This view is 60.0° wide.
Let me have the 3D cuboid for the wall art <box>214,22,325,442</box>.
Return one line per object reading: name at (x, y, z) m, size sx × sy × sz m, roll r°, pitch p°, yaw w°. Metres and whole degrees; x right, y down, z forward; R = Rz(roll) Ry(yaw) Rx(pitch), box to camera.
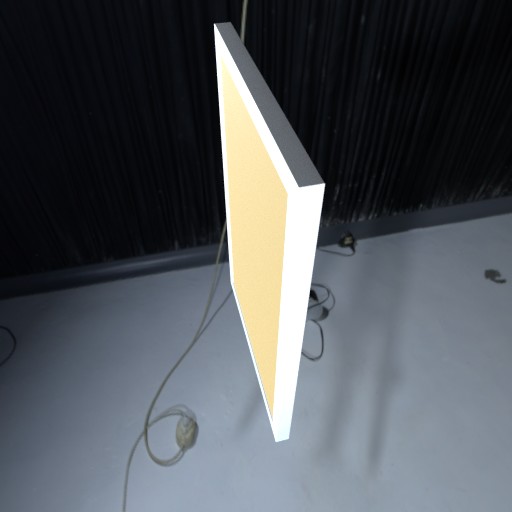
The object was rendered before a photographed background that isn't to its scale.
wall art at (0.000, 0.000, 1.138) m, size 0.039 × 0.915 × 0.612 m, roll -11°, pitch 48°, yaw -10°
